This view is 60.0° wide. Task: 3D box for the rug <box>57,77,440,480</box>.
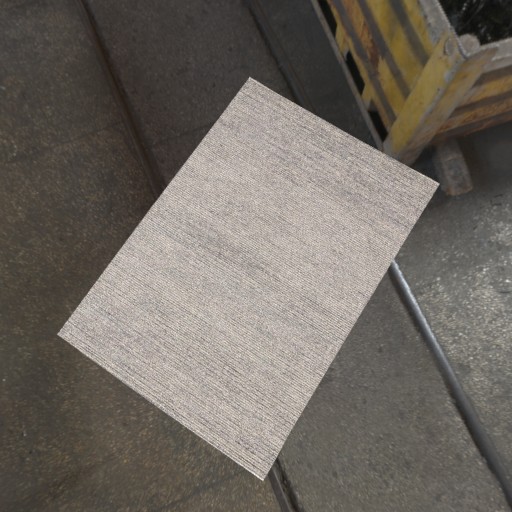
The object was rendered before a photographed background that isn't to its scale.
[{"bbox_3d":[0.000,0.000,3.009,1.604,0.030,2.307,32,78,8],"label":"rug"}]
